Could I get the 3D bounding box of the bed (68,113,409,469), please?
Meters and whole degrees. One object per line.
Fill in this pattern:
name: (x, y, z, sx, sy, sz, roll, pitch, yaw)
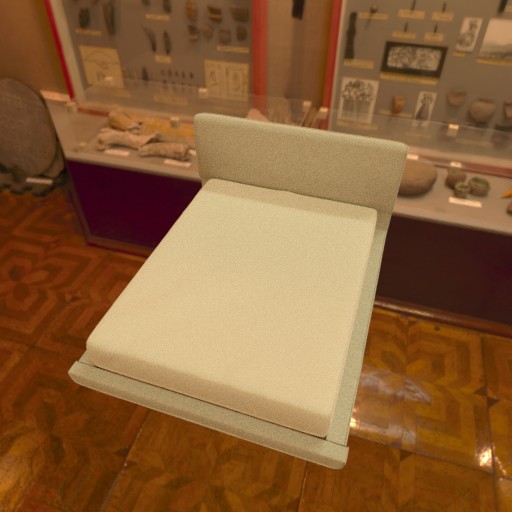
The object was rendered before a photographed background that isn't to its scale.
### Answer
bed: (0.000, 0.000, 3.550, 1.980, 1.126, 2.498, 13, 44, 14)
